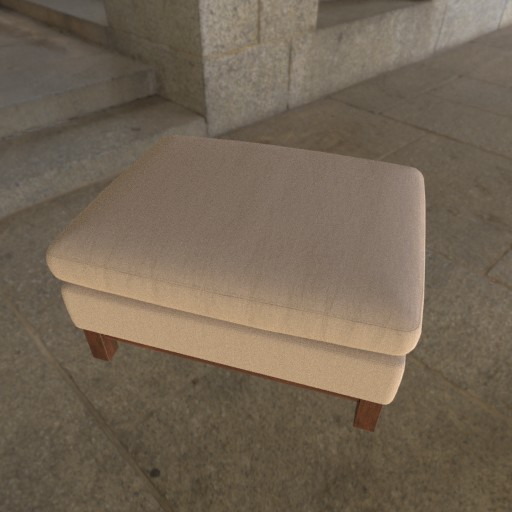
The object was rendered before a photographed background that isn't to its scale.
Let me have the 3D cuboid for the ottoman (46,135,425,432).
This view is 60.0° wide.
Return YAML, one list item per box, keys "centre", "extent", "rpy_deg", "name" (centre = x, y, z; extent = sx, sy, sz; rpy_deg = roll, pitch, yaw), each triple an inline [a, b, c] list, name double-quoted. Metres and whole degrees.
- centre: [0.000, 0.000, 1.133]
  extent: [0.771, 0.420, 0.606]
  rpy_deg: [11, 41, 13]
  name: "ottoman"
